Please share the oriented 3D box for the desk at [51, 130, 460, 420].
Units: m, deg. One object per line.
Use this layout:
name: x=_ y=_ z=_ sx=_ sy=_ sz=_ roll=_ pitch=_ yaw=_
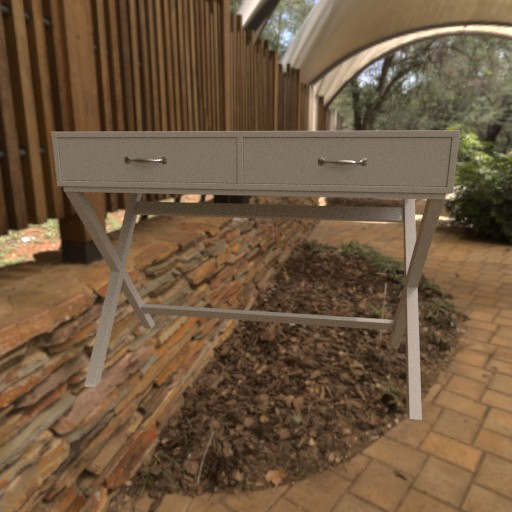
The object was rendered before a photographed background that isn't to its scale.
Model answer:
desk: x=0.000 y=0.000 z=1.456 sx=1.057 sy=0.780 sz=0.525 roll=3 pitch=15 yaw=10
